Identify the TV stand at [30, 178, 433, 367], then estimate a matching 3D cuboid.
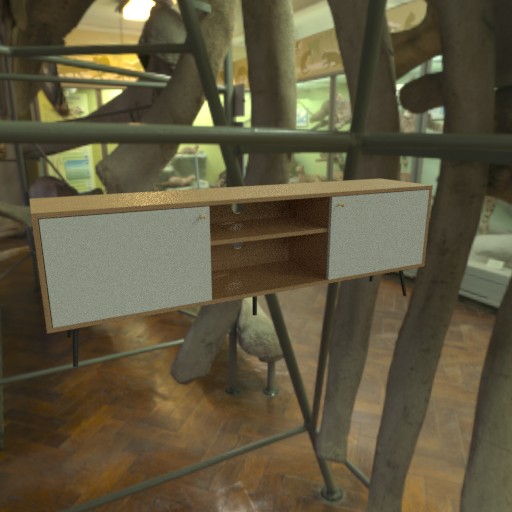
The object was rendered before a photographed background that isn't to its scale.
[{"bbox_3d":[0.000,0.000,2.002,1.760,0.580,0.400,-8,17,-26],"label":"TV stand"}]
